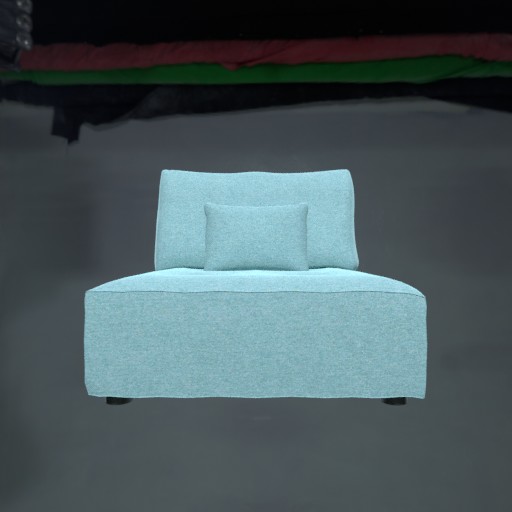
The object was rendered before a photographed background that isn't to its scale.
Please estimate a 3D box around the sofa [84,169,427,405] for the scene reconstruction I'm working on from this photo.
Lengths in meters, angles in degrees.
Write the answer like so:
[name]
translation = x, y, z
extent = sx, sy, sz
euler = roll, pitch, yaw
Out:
[sofa]
translation = 0.000, 0.000, 1.694
extent = 0.930, 0.820, 1.000
euler = 0, 0, 0
